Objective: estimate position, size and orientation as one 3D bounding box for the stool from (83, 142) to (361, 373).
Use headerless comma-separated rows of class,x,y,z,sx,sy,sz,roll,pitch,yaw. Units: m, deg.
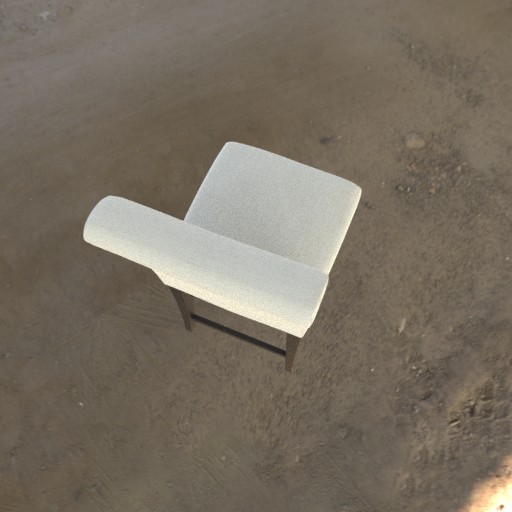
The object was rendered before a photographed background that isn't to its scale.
stool,0.000,0.000,1.307,0.452,0.976,0.597,20,66,10
